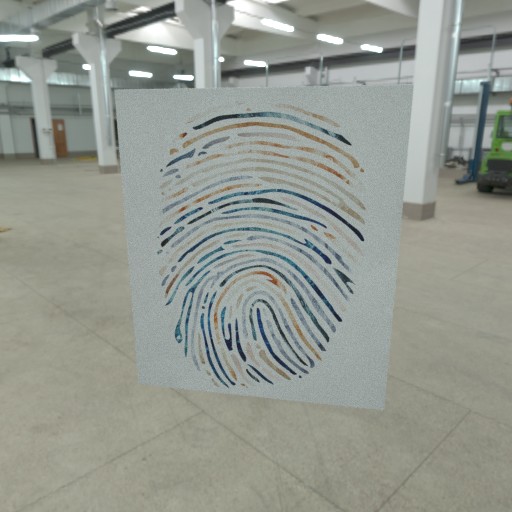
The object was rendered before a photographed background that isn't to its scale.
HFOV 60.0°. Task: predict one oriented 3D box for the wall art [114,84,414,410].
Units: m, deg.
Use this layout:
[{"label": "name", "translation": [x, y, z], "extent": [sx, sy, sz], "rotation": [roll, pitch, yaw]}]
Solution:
[{"label": "wall art", "translation": [0.000, 0.000, 0.996], "extent": [0.609, 0.710, 0.021], "rotation": [3, 16, 10]}]
